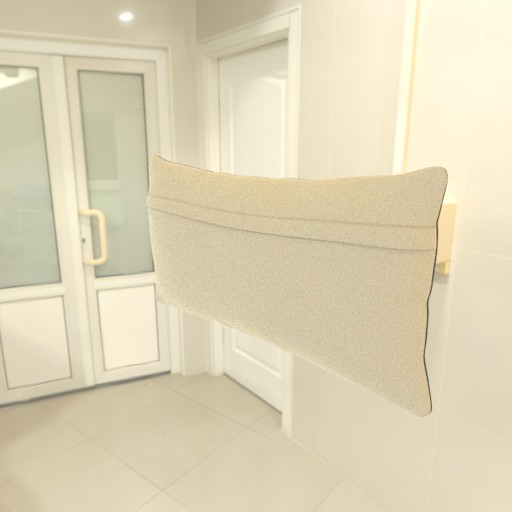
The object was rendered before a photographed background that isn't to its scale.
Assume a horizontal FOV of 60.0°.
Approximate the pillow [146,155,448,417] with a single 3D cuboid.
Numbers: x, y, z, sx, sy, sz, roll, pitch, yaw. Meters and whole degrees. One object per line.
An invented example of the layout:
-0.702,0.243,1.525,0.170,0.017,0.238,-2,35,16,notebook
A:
0.000,0.000,0.711,0.148,0.307,0.604,-13,19,-43,pillow
